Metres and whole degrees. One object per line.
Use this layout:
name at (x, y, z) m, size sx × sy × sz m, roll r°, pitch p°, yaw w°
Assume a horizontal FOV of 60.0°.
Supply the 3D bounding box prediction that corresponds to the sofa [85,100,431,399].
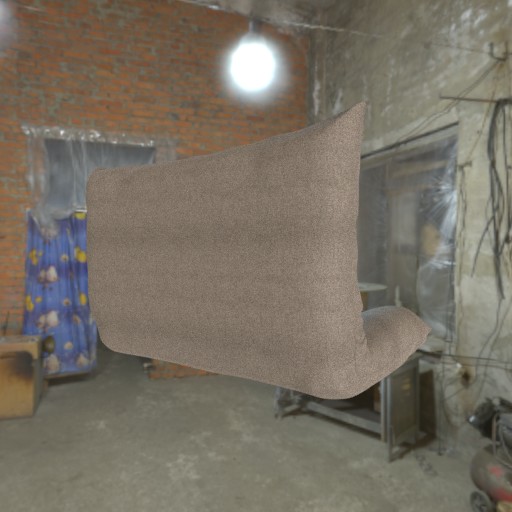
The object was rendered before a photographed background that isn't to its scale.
sofa at (0.000, 0.000, 1.709) m, size 1.144 × 0.795 × 0.847 m, roll 1°, pitch 1°, yaw 36°
